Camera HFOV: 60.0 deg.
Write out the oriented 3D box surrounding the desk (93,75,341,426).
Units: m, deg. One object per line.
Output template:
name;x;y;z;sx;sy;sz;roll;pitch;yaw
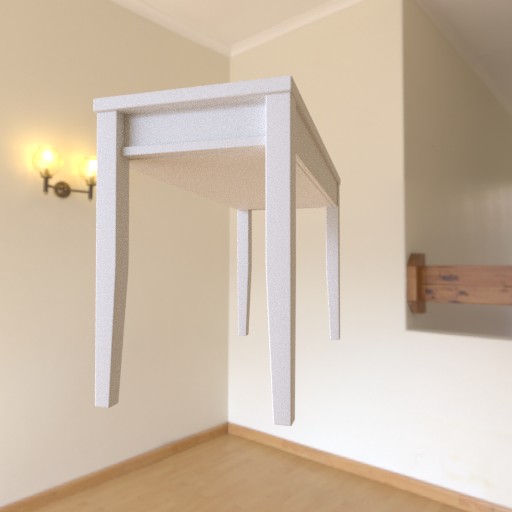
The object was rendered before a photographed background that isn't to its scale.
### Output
desk;0.000;0.000;1.625;0.508;0.775;1.220;0;-1;16
